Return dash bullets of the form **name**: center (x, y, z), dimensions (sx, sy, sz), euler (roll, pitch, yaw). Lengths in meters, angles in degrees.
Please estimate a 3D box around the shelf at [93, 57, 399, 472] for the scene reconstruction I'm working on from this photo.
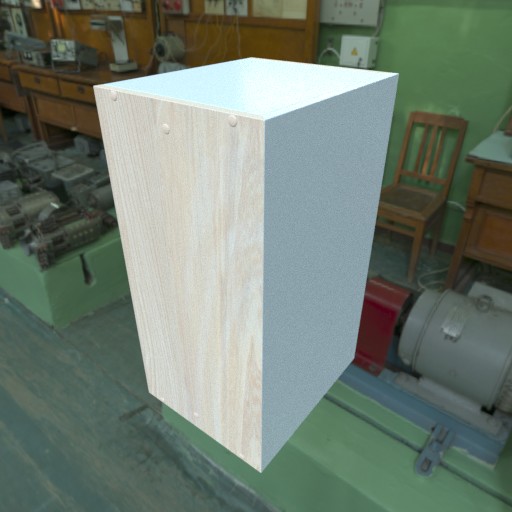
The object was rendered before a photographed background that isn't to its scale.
- **shelf**: center (0.000, 0.000, 0.799), dimensions (0.290, 0.600, 0.350), euler (22, 38, 31)
